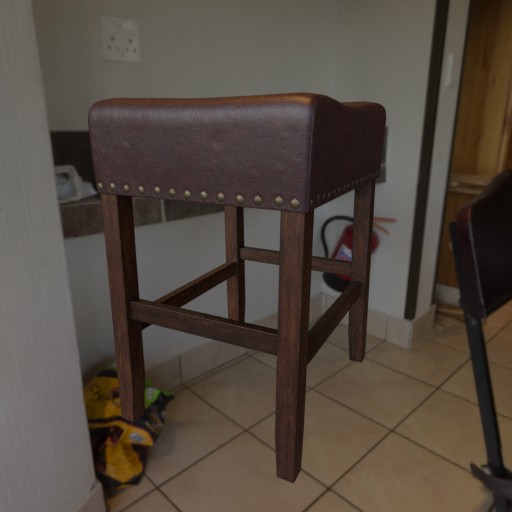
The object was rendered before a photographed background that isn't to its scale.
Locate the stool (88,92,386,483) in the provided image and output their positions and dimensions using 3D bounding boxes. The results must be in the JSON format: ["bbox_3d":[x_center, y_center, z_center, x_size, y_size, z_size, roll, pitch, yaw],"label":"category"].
[{"bbox_3d":[0.000,0.000,0.916,0.397,0.608,0.465,8,19,26],"label":"stool"}]
